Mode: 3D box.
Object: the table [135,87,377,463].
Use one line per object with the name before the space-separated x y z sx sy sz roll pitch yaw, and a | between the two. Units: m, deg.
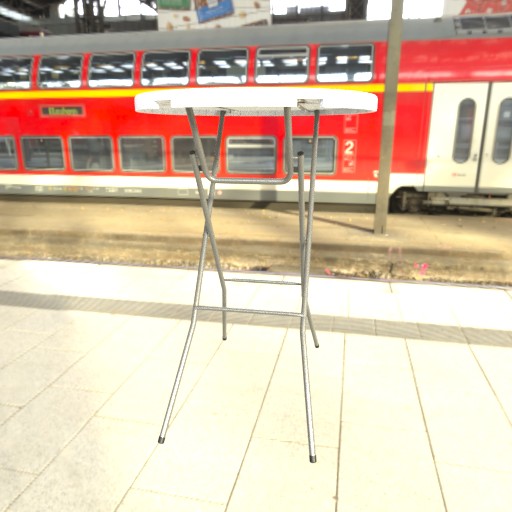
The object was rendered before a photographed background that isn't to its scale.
table | 0.000 0.000 1.644 0.792 1.105 0.795 3 16 10
